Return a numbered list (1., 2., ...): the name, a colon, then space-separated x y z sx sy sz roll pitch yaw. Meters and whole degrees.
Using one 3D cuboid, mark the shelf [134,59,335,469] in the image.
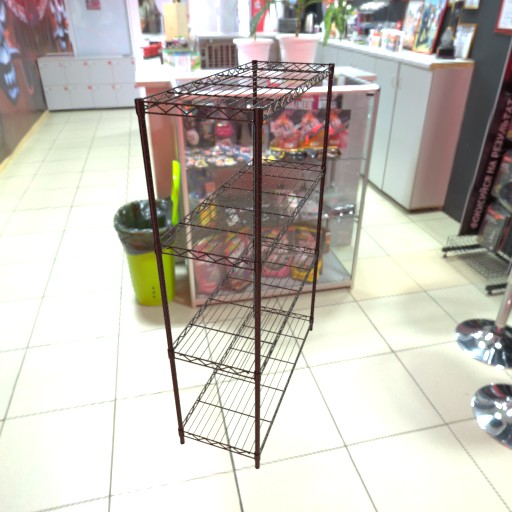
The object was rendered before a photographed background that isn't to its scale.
1. shelf: 0.000 0.000 1.798 0.352 1.361 0.907 10 32 17
